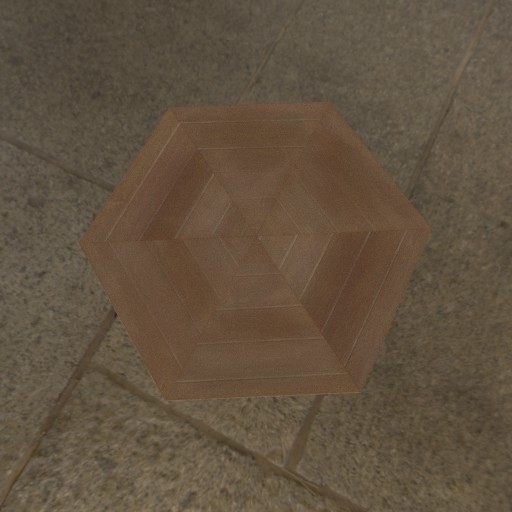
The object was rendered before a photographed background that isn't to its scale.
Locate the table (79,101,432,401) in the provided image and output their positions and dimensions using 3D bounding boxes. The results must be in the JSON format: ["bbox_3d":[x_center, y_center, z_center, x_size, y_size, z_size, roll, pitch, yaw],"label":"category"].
[{"bbox_3d":[0.000,0.000,1.663,1.154,0.456,1.000,-2,73,-1],"label":"table"}]
